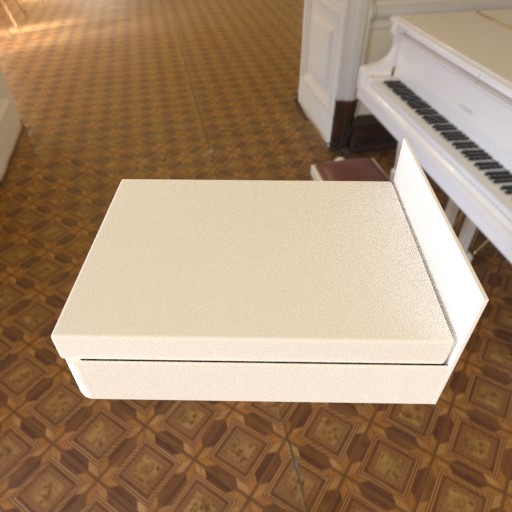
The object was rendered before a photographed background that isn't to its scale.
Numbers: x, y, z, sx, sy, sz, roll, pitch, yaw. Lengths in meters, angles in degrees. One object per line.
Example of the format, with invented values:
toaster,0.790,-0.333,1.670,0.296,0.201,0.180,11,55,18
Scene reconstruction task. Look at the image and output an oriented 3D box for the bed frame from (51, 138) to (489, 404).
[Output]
bed frame,0.000,0.000,2.585,1.900,0.800,1.400,1,42,1
